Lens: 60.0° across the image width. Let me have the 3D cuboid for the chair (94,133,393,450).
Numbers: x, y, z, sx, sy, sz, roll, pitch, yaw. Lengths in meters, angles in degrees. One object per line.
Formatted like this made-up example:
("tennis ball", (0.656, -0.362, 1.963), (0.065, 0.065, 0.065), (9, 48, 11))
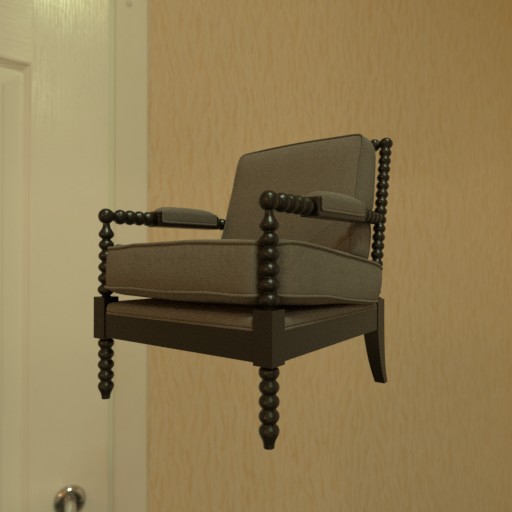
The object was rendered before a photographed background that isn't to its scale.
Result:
("chair", (0.000, 0.000, 1.119), (0.540, 0.661, 0.622), (0, -1, 36))
